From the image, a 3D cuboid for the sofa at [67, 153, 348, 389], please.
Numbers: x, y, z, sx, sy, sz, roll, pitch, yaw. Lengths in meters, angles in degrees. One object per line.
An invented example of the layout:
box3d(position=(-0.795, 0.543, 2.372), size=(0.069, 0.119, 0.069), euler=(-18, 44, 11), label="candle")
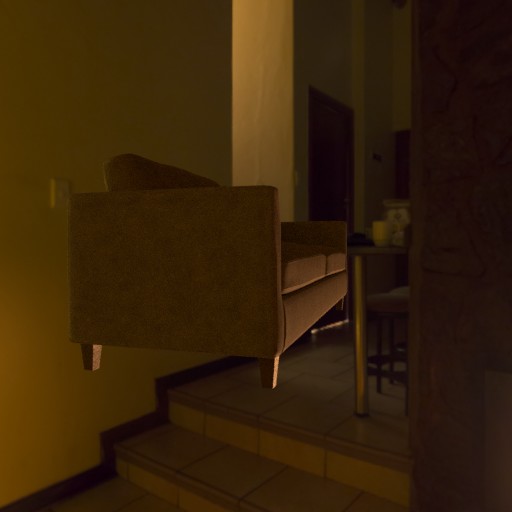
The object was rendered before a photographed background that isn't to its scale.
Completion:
box3d(position=(0.000, 0.000, 2.878), size=(0.951, 0.965, 2.434), euler=(0, 1, 18), label="sofa")
